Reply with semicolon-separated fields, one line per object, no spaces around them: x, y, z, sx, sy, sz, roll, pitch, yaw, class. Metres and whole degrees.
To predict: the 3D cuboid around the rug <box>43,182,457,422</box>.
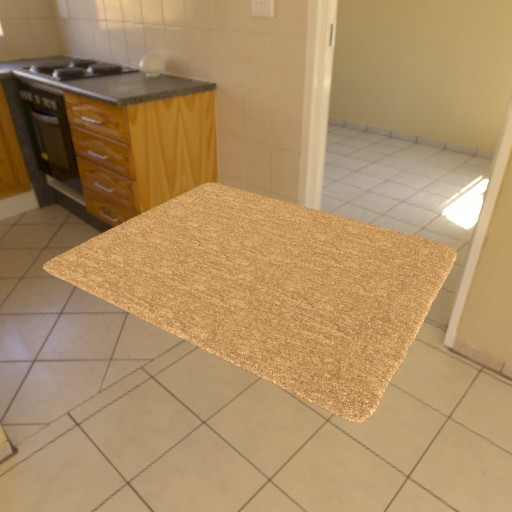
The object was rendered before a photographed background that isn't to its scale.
0.000;0.000;3.779;2.873;0.050;2.242;19;36;28;rug
